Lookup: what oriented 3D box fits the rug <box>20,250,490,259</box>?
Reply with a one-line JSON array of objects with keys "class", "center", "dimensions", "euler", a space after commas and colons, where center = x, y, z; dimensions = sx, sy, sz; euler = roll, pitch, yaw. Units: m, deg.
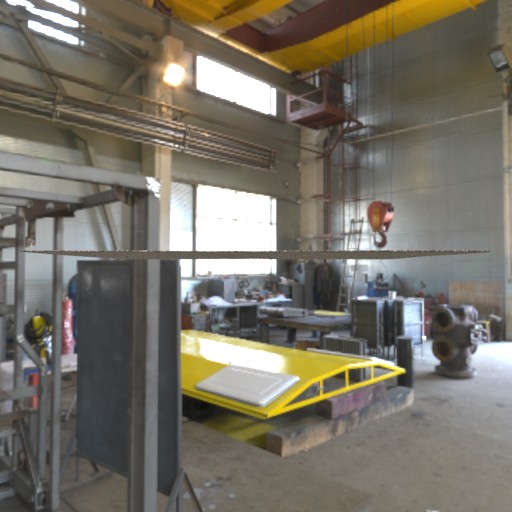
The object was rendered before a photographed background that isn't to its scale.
[{"class": "rug", "center": [0.000, 0.000, 5.300], "dimensions": [4.093, 0.020, 2.997], "euler": [0, -2, 0]}]
